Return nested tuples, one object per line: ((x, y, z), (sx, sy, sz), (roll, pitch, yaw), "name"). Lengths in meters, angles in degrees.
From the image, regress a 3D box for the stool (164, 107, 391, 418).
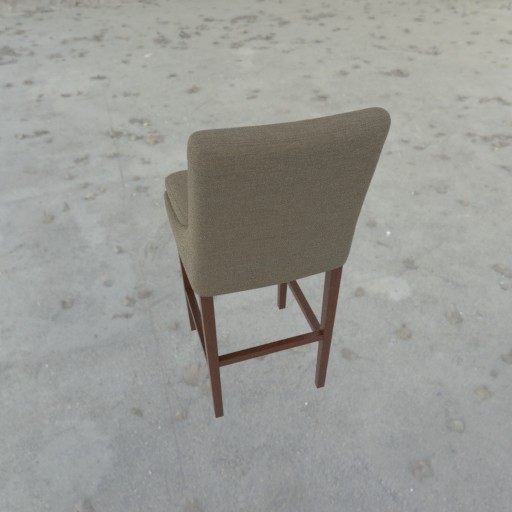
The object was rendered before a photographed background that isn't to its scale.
((0.000, 0.000, 1.375), (0.470, 1.078, 0.577), (-12, 42, -13), "stool")
